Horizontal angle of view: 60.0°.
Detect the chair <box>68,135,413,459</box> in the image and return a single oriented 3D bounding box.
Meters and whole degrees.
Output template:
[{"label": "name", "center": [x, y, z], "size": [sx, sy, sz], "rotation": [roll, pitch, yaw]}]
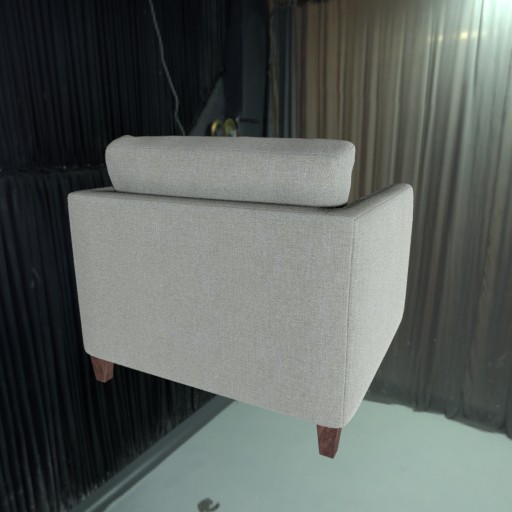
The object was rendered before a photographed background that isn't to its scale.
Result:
[{"label": "chair", "center": [0.000, 0.000, 1.833], "size": [1.107, 0.963, 0.959], "rotation": [8, 17, 26]}]
